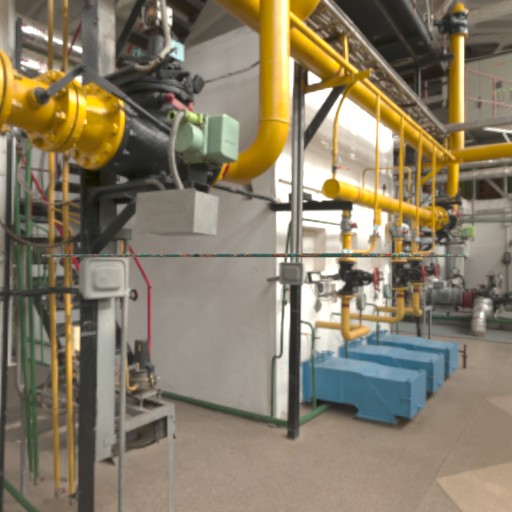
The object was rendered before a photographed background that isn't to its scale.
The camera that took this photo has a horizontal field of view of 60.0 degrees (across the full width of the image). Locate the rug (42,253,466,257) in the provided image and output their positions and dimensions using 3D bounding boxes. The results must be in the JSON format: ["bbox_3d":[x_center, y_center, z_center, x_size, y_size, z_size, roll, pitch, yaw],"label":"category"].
[{"bbox_3d":[0.000,0.000,4.190,3.204,0.025,2.434,0,0,36],"label":"rug"}]
